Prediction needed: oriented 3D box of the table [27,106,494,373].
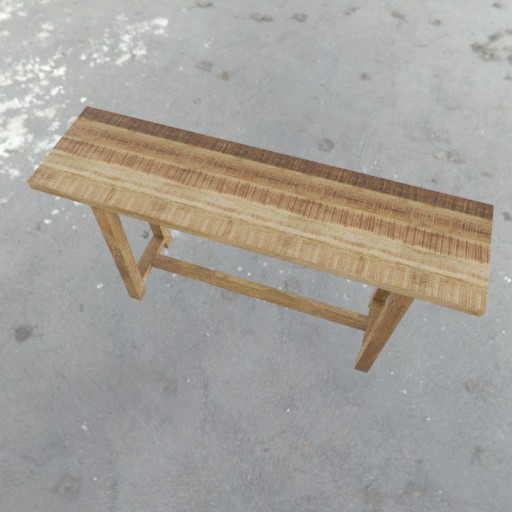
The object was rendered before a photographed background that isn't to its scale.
[{"bbox_3d":[0.000,0.000,1.838,1.524,0.810,0.405,16,60,10],"label":"table"}]
